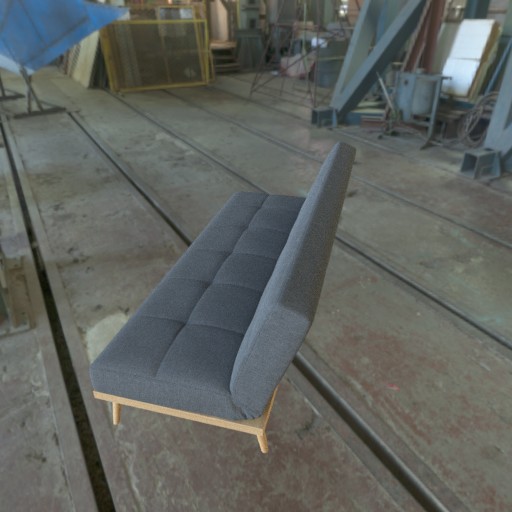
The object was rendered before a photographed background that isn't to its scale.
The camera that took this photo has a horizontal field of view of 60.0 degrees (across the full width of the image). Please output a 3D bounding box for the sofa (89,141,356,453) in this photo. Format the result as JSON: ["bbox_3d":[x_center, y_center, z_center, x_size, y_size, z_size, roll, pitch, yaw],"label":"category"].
[{"bbox_3d":[0.000,0.000,2.266,0.820,0.770,1.820,8,31,13],"label":"sofa"}]
